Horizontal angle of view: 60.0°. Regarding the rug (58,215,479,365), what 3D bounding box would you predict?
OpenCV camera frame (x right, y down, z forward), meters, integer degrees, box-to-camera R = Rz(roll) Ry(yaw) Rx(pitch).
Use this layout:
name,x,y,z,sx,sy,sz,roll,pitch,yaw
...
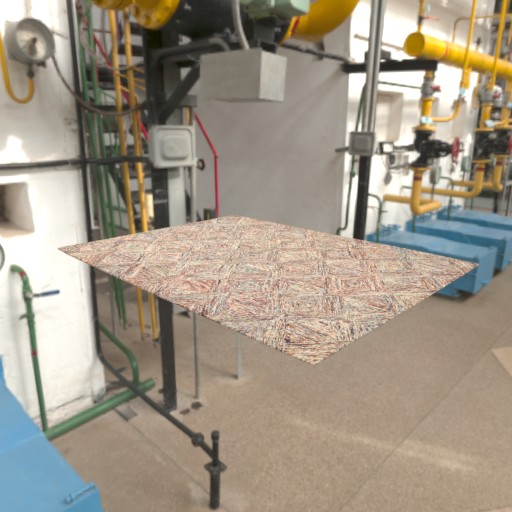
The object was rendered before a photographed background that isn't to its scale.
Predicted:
name,x,y,z,sx,sy,sz,roll,pitch,yaw
rug,0.000,0.000,4.176,3.226,0.024,2.436,16,22,42
